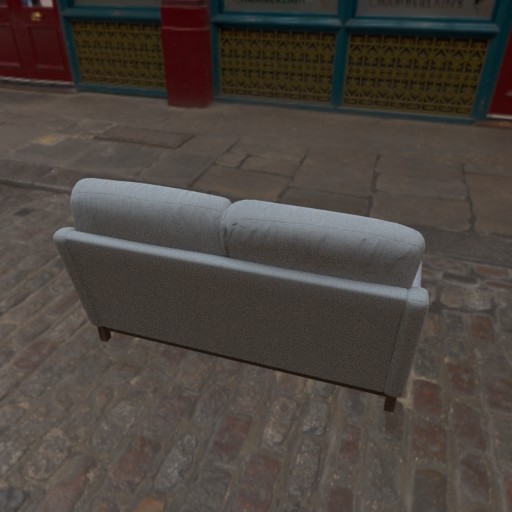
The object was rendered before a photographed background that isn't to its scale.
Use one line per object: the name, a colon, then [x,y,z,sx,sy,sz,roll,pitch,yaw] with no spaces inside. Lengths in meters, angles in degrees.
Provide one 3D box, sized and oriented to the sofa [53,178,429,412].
sofa: [0.000,0.000,2.237,1.589,0.921,0.987,10,33,15]
